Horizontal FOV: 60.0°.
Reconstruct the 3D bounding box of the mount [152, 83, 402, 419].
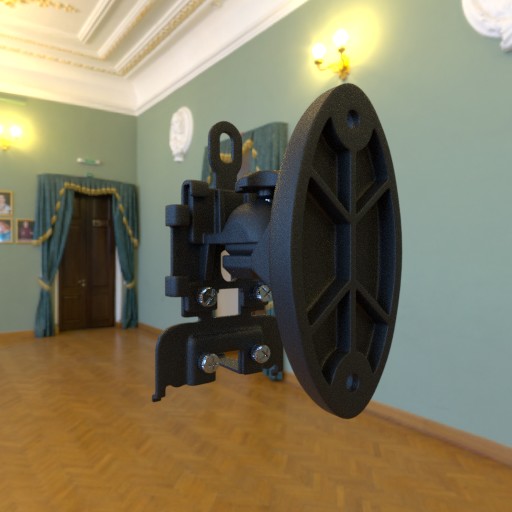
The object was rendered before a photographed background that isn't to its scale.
[{"bbox_3d":[0.000,0.000,0.178,0.066,0.118,0.100,0,1,-37],"label":"mount"}]
